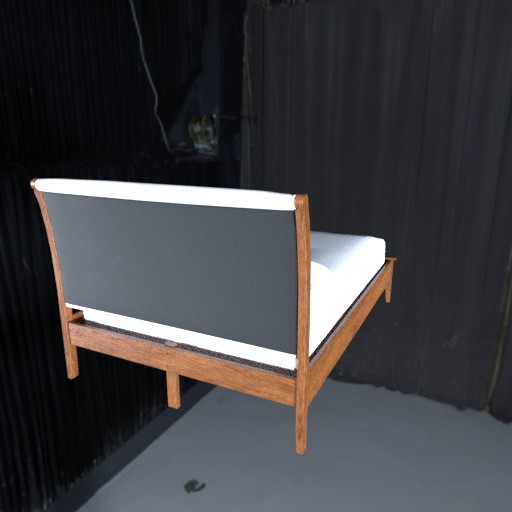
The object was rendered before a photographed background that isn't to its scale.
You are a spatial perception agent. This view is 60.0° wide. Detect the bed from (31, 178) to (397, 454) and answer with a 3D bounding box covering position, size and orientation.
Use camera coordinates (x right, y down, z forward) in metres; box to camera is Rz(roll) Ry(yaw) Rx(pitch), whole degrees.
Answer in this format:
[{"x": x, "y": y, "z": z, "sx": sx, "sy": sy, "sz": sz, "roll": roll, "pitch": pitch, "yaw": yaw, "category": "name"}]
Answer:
[{"x": 0.000, "y": 0.000, "z": 3.206, "sx": 1.612, "sy": 1.250, "sz": 2.380, "roll": 7, "pitch": 17, "yaw": 25, "category": "bed"}]
